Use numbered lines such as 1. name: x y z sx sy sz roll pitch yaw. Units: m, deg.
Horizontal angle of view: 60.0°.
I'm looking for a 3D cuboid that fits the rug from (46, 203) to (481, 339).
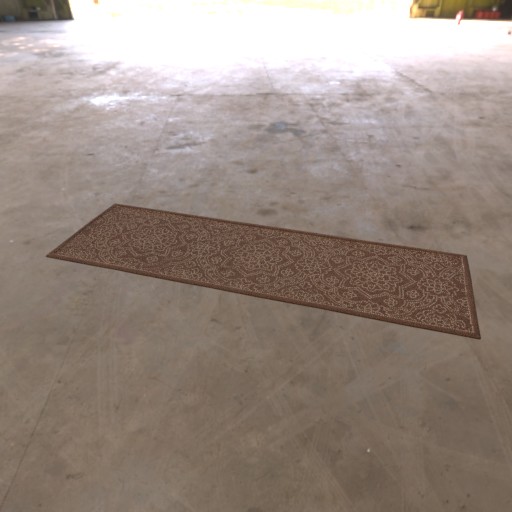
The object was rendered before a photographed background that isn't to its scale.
1. rug: 0.000 0.000 2.688 2.448 0.012 0.769 9 34 14
